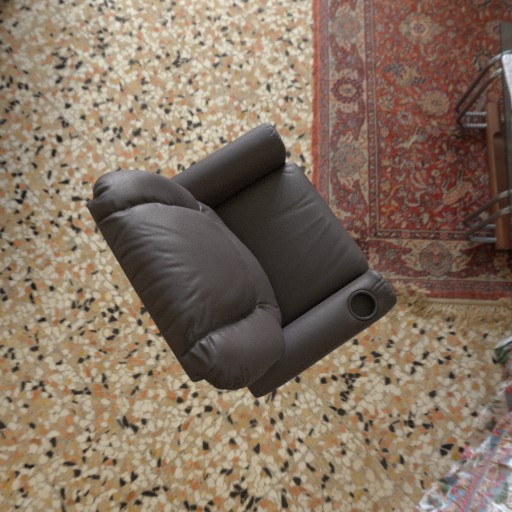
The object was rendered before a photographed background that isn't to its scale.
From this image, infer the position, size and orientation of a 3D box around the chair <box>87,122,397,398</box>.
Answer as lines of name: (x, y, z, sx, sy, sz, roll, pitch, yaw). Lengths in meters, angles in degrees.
chair: (0.000, 0.000, 1.138, 0.521, 0.709, 0.610, -33, 79, -7)
